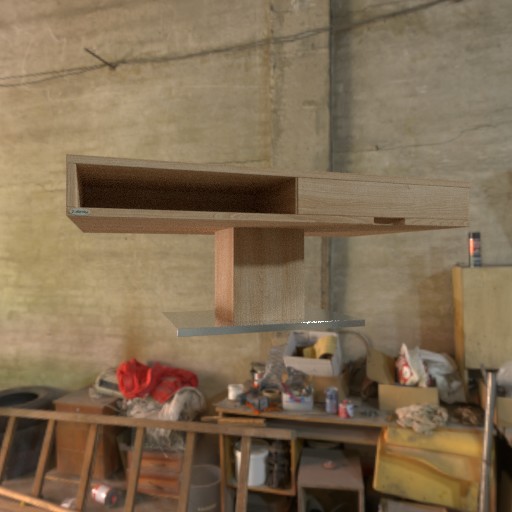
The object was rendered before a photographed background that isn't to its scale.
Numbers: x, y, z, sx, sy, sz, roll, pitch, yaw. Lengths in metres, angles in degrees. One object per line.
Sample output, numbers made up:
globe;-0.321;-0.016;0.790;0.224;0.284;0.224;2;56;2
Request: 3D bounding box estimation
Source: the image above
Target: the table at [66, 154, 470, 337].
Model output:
table;0.000;0.000;1.464;1.100;0.440;0.700;0;0;-18
